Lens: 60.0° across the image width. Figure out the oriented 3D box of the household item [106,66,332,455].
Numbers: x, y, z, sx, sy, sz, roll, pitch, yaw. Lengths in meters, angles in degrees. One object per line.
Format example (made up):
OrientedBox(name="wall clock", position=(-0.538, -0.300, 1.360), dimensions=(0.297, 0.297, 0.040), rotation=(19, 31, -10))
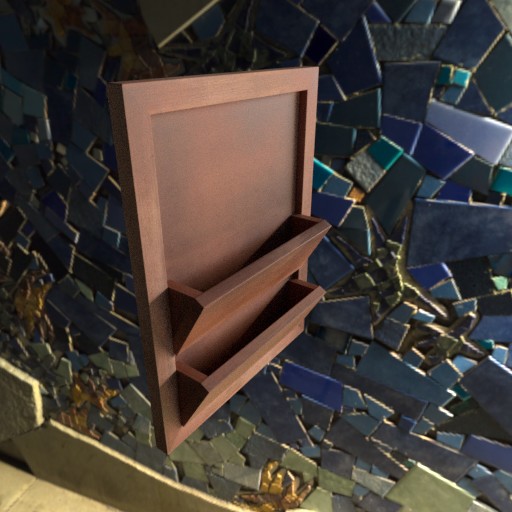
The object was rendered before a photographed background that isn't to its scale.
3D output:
OrientedBox(name="household item", position=(0.000, 0.000, 0.534), dimensions=(0.067, 0.407, 0.310), rotation=(18, 31, 32))
